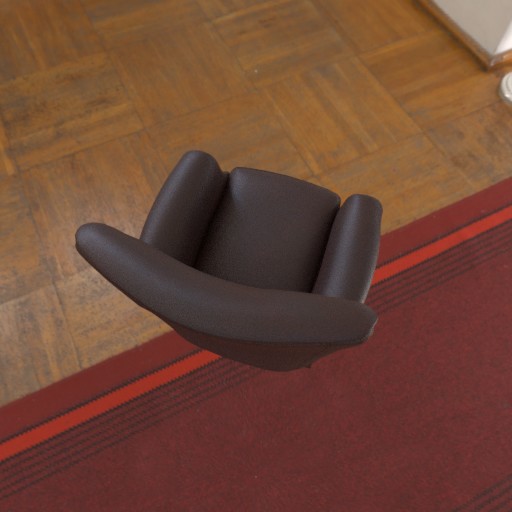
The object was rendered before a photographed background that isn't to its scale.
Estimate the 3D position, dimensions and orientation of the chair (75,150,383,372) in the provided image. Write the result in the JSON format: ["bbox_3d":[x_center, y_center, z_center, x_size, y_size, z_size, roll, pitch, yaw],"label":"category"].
[{"bbox_3d":[0.000,0.000,1.367,0.700,0.800,0.746,17,65,8],"label":"chair"}]
